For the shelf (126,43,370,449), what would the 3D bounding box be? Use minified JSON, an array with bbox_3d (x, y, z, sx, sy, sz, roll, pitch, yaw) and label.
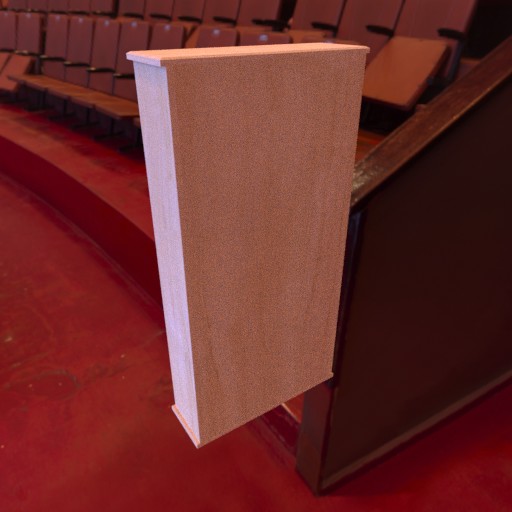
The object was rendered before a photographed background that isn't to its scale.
[{"bbox_3d":[0.000,0.000,1.213,0.520,1.030,0.175,-18,34,-29],"label":"shelf"}]
